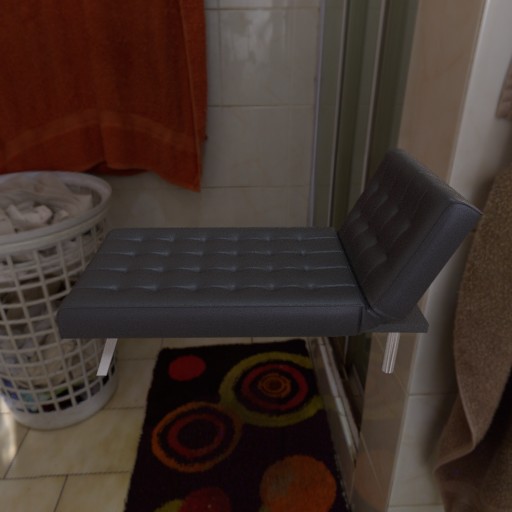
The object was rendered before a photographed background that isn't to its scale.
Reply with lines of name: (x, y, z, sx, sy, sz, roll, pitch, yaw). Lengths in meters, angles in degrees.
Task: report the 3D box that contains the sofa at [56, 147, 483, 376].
sofa: (0.000, 0.000, 2.004, 1.560, 0.820, 0.760, 0, 28, -1)
